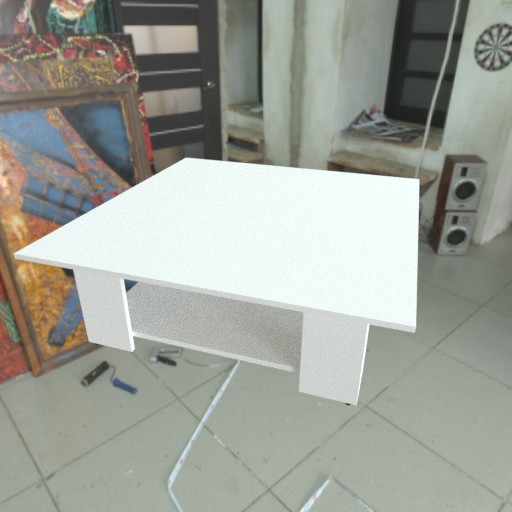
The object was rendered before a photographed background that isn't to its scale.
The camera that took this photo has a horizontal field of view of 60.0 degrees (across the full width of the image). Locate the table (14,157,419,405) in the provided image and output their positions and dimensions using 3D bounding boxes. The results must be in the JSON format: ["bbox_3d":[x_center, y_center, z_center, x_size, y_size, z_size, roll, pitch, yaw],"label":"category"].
[{"bbox_3d":[0.000,0.000,1.348,0.890,0.305,0.890,9,29,16],"label":"table"}]
